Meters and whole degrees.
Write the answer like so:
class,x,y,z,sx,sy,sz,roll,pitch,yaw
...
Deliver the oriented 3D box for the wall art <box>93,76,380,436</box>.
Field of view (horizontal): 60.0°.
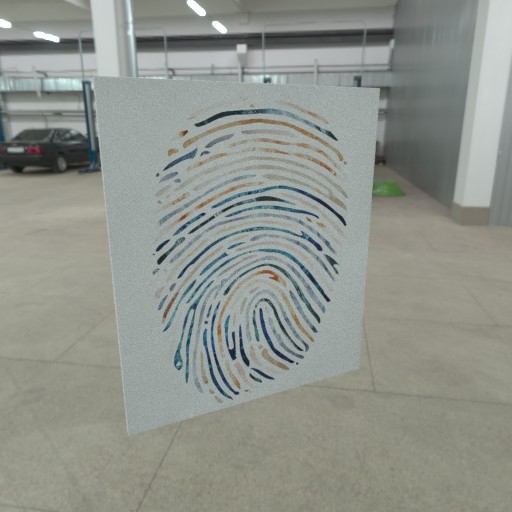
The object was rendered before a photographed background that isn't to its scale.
class,x,y,z,sx,sy,sz,roll,pitch,yaw
wall art,0.000,0.000,0.975,0.609,0.710,0.021,-8,18,-25
